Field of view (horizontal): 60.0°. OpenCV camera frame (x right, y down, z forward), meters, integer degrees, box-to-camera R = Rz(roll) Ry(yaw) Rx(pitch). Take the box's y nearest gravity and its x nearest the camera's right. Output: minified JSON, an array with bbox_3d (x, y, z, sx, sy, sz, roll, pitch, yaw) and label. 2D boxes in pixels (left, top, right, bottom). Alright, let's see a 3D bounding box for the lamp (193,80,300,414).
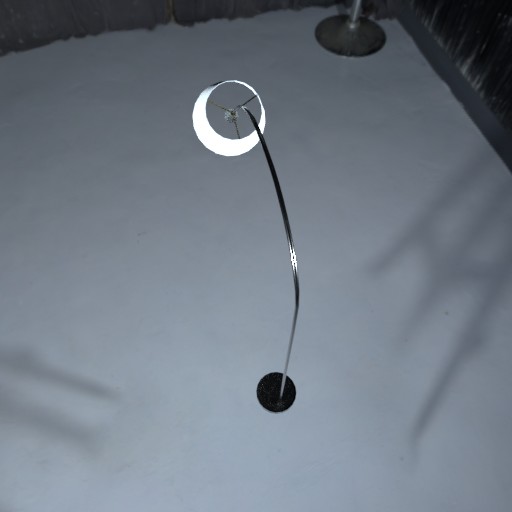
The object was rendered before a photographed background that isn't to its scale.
[{"bbox_3d":[0.000,0.000,2.683,0.406,2.098,1.445,-13,60,-8],"label":"lamp"}]
